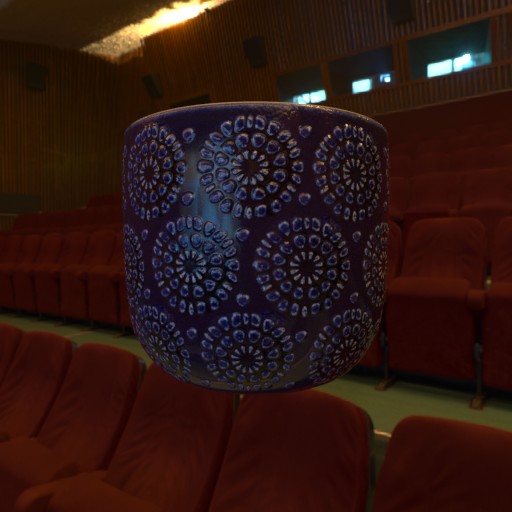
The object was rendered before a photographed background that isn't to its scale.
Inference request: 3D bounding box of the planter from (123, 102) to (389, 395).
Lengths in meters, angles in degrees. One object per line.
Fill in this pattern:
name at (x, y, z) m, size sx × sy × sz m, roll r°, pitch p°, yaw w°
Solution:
planter at (0.000, 0.000, 0.288) m, size 0.165 × 0.149 × 0.165 m, roll 0°, pitch 2°, yaw 0°
